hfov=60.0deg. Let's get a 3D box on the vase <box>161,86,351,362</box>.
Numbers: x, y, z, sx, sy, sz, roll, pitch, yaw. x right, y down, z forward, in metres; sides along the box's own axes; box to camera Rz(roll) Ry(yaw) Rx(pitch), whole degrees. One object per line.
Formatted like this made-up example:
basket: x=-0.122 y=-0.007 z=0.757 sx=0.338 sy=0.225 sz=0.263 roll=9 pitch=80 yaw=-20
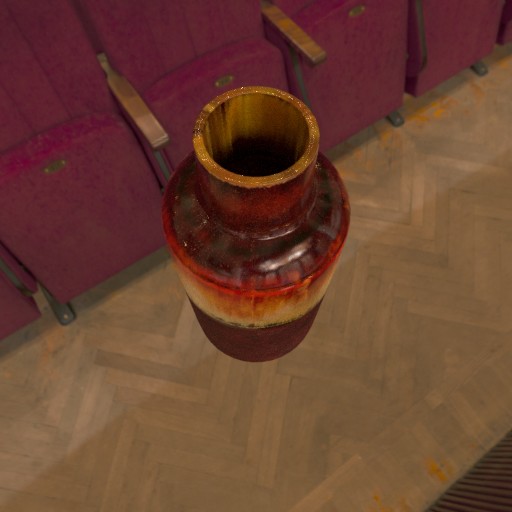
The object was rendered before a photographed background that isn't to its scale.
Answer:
vase: x=0.000 y=0.000 z=0.317 sx=0.111 sy=0.261 sz=0.111 roll=0 pitch=65 yaw=0
